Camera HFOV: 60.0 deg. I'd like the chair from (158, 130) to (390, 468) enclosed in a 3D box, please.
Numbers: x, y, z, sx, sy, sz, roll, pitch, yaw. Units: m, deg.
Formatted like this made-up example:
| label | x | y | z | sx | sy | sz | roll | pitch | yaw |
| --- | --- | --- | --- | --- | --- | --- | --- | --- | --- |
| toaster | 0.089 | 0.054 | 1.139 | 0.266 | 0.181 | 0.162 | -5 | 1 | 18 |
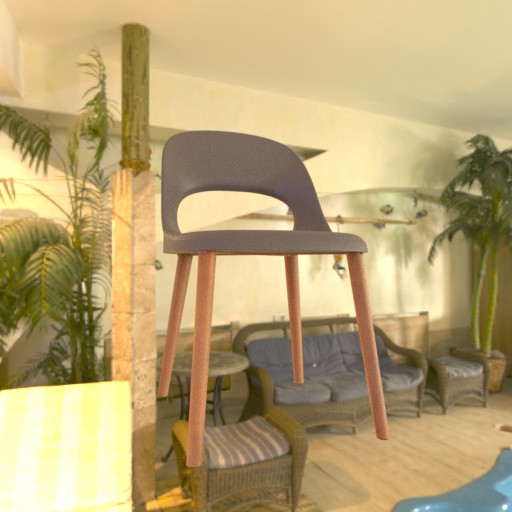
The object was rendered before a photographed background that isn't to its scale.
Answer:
| label | x | y | z | sx | sy | sz | roll | pitch | yaw |
| --- | --- | --- | --- | --- | --- | --- | --- | --- | --- |
| chair | 0.000 | 0.000 | 1.138 | 0.470 | 0.795 | 0.556 | 0 | -1 | -18 |
